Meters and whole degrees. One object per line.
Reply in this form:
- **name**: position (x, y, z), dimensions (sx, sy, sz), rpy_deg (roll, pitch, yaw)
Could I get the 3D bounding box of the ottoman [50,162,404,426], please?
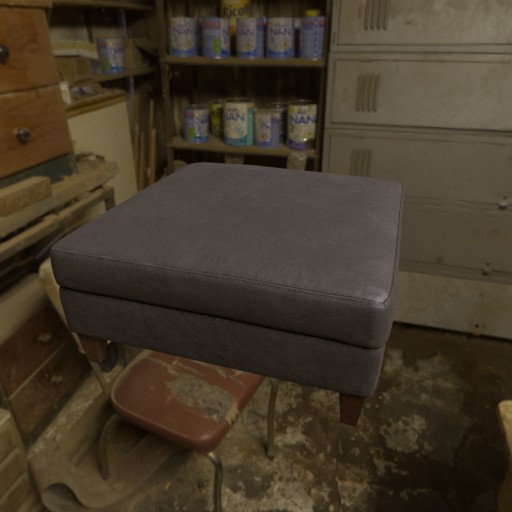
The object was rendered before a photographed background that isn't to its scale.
- **ottoman**: position (0.000, 0.000, 1.376), dimensions (0.836, 0.415, 0.844), rpy_deg (8, 28, 16)
